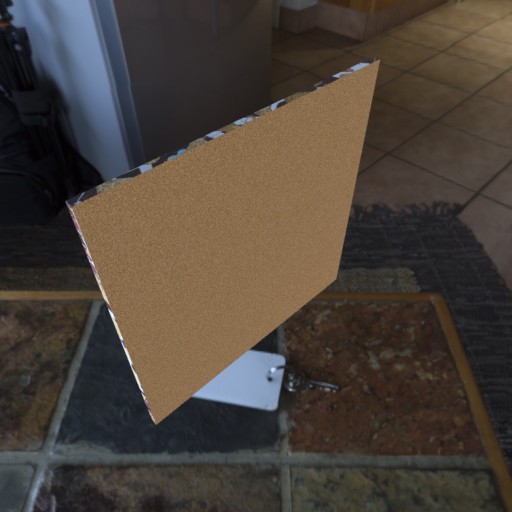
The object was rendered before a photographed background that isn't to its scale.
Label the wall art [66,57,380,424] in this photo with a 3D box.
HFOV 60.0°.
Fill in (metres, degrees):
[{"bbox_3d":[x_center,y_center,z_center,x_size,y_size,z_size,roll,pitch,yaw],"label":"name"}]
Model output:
[{"bbox_3d":[0.000,0.000,0.589,0.404,0.406,0.010,-34,55,-28],"label":"wall art"}]
